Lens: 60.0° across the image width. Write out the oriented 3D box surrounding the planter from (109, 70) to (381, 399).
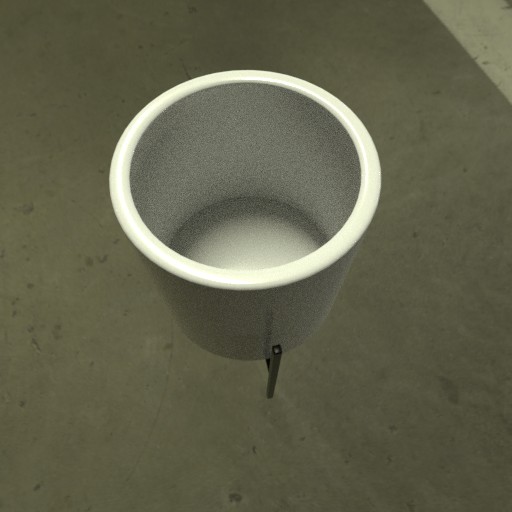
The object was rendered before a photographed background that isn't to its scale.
[{"bbox_3d":[0.000,0.000,0.517,0.239,0.356,0.239,-34,68,-16],"label":"planter"}]
